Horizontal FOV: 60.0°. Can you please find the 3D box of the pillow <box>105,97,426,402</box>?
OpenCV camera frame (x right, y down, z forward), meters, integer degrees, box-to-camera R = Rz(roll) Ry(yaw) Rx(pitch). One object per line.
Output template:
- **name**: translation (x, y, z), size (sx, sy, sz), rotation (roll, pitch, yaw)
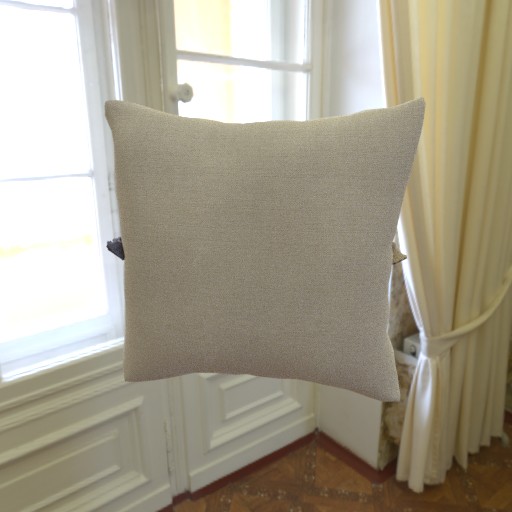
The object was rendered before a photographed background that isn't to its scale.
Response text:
- **pillow**: translation (0.000, 0.000, 0.720), size (0.489, 0.481, 0.165), rotation (2, 17, 8)
